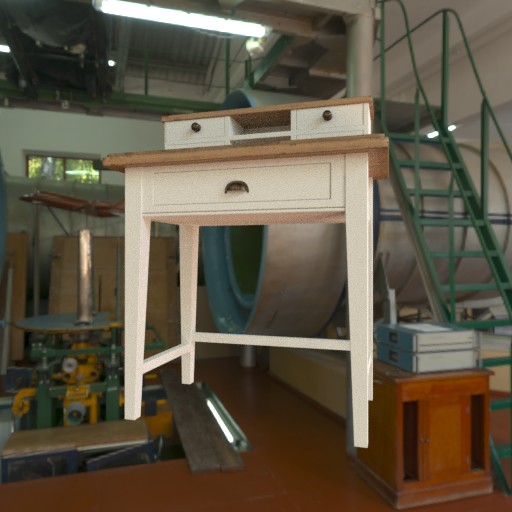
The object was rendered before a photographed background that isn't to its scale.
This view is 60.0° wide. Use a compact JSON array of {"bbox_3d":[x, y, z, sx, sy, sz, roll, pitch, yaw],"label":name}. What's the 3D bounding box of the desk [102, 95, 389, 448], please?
[{"bbox_3d":[0.000,0.000,1.420,0.814,0.981,0.462,0,0,16],"label":"desk"}]
